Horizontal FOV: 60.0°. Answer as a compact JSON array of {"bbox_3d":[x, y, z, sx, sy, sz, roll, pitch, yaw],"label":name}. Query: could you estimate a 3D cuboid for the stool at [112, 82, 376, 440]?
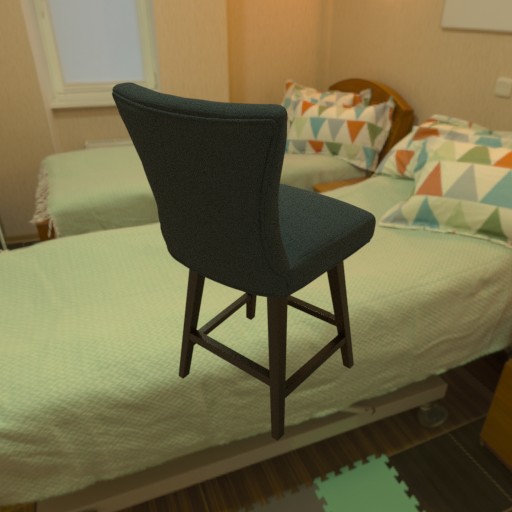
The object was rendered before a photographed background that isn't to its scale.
[{"bbox_3d":[0.000,0.000,1.345,0.514,1.000,0.574,21,36,33],"label":"stool"}]
